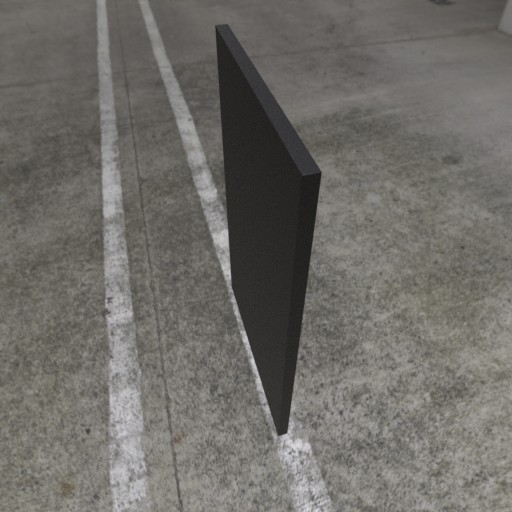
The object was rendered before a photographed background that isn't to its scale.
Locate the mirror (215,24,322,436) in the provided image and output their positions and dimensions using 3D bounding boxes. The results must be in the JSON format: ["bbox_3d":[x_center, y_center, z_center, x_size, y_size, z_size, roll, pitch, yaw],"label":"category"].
[{"bbox_3d":[0.000,0.000,1.504,0.038,1.219,0.762,-12,48,-11],"label":"mirror"}]
